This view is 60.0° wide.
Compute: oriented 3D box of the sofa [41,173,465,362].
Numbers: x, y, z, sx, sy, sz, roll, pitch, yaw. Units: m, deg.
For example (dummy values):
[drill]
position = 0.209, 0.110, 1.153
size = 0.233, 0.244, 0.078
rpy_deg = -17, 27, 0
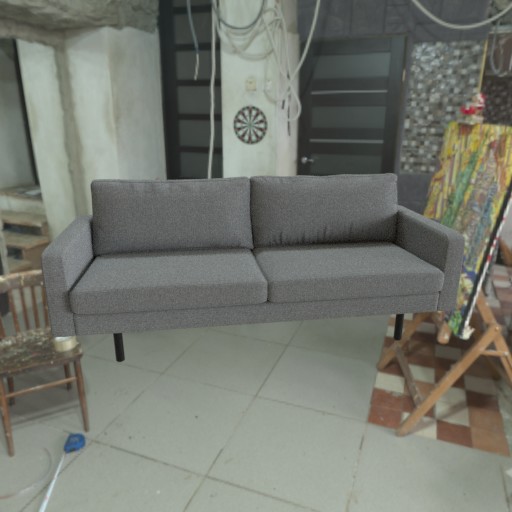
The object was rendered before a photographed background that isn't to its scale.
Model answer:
[sofa]
position = 0.000, 0.000, 2.678
size = 2.200, 0.880, 0.880
rpy_deg = -3, 19, -8
